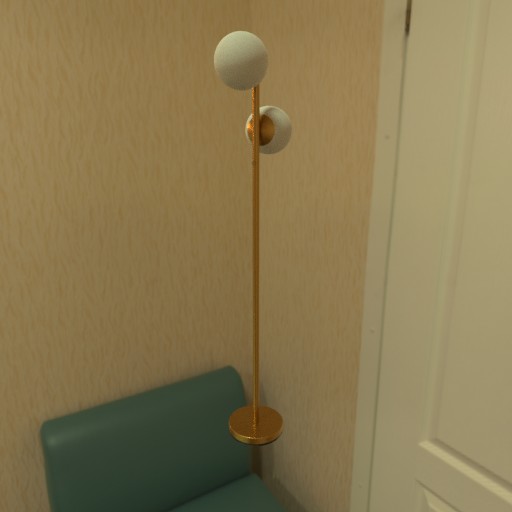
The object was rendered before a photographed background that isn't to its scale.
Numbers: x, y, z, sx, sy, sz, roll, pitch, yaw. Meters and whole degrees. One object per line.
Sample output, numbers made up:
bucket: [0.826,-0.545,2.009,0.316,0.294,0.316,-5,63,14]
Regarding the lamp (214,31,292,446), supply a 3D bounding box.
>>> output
lamp: [0.000,0.000,1.825,0.249,1.641,0.419,7,17,26]
